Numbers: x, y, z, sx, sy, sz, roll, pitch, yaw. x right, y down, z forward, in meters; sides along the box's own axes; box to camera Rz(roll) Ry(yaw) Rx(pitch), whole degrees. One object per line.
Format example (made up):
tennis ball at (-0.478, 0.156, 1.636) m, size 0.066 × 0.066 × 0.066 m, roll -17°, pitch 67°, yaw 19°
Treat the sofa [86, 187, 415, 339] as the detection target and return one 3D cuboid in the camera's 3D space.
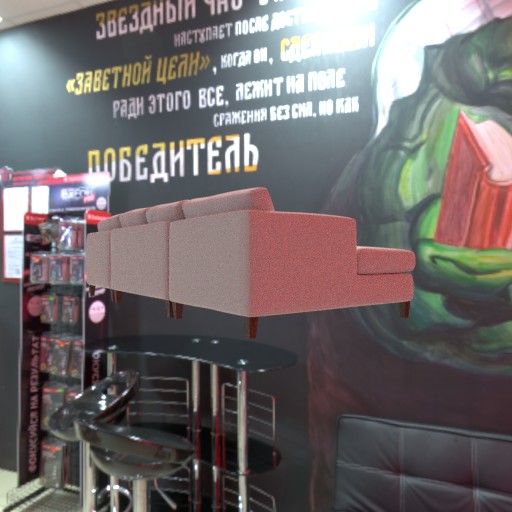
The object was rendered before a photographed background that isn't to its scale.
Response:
sofa at (0.000, 0.000, 4.664) m, size 2.593 × 0.956 × 3.459 m, roll 0°, pitch 0°, yaw -36°
